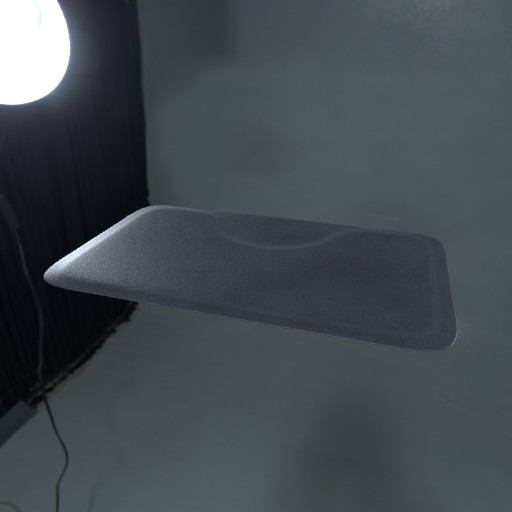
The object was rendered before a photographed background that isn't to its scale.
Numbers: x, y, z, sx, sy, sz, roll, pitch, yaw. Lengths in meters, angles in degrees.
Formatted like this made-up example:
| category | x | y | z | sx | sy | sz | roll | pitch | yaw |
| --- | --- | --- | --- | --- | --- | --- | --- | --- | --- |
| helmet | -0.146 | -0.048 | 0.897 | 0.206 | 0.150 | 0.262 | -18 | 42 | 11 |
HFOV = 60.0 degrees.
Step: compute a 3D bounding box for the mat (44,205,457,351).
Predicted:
| category | x | y | z | sx | sy | sz | roll | pitch | yaw |
| --- | --- | --- | --- | --- | --- | --- | --- | --- | --- |
| mat | 0.000 | 0.000 | 1.857 | 1.524 | 0.013 | 0.918 | 8 | 27 | 15 |
